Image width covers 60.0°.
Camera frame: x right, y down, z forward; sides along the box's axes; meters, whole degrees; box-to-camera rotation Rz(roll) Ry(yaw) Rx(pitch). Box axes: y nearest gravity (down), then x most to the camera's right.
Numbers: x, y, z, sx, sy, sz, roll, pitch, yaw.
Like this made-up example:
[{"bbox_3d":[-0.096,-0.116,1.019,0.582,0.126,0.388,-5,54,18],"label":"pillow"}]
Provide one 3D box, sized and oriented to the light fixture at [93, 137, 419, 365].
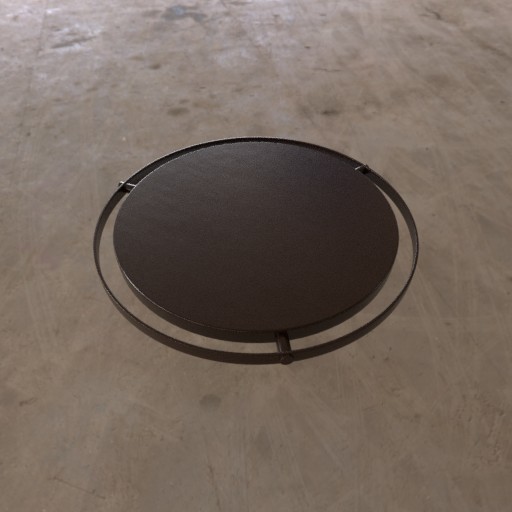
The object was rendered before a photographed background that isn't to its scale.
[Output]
[{"bbox_3d":[0.000,0.000,0.549,0.361,0.130,0.361,0,45,0],"label":"light fixture"}]
